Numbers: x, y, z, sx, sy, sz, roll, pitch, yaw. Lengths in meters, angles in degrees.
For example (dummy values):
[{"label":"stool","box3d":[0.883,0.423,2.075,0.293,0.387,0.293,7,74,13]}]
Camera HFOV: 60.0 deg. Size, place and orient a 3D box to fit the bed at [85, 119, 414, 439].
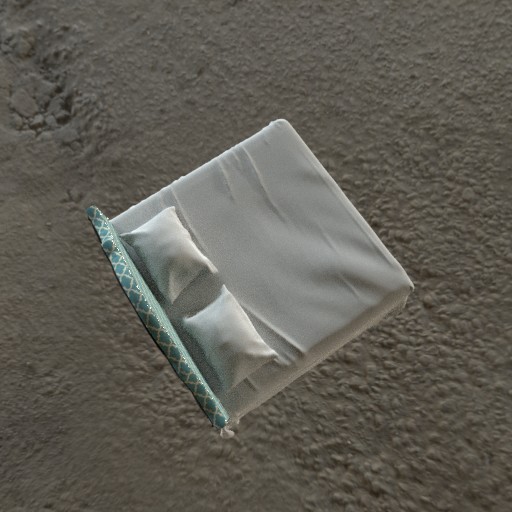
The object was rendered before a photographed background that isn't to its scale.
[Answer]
[{"label":"bed","box3d":[0.000,0.000,3.834,2.222,1.601,2.314,-33,77,-8]}]
